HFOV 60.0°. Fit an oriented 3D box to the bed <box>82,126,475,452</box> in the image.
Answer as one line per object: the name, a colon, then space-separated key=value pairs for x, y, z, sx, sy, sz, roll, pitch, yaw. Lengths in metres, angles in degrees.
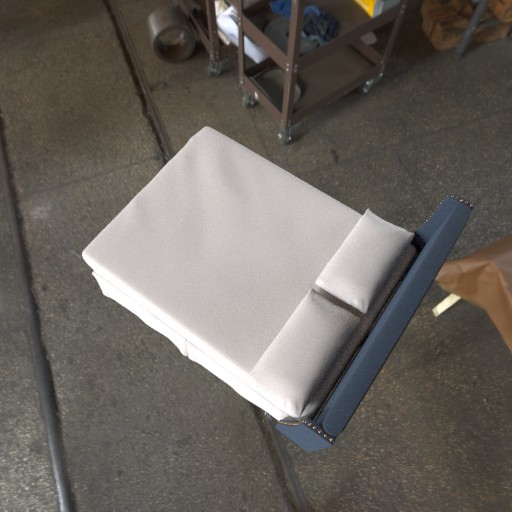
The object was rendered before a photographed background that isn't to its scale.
bed: x=0.000 y=0.000 z=3.308 sx=2.237 sy=1.407 sz=1.710 roll=33 pitch=69 yaw=14
